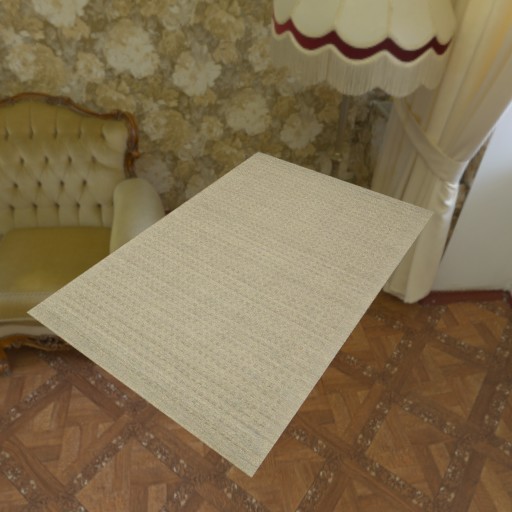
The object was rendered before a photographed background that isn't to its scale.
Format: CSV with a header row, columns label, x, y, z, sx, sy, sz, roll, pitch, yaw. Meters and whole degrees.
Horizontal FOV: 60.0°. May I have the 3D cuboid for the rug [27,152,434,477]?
label,x,y,z,sx,sy,sz,roll,pitch,yaw
rug,0.000,0.000,3.638,1.981,0.006,2.895,25,47,26
